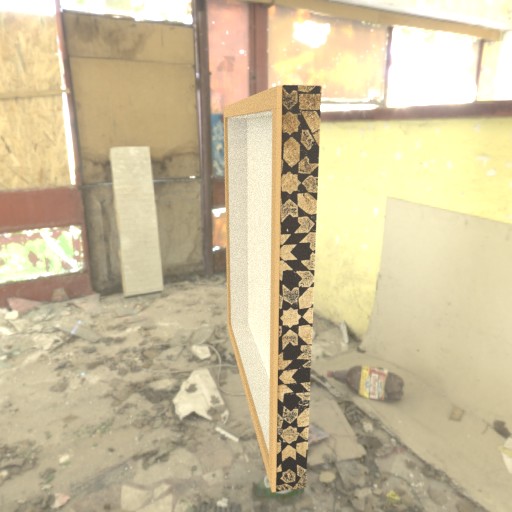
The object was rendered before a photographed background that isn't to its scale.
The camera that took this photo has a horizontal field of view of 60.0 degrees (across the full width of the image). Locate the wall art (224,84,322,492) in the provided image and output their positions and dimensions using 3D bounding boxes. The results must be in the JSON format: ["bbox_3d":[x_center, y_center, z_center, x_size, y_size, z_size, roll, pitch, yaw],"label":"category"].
[{"bbox_3d":[0.000,0.000,0.608,0.038,0.405,0.405,-3,16,-10],"label":"wall art"}]
